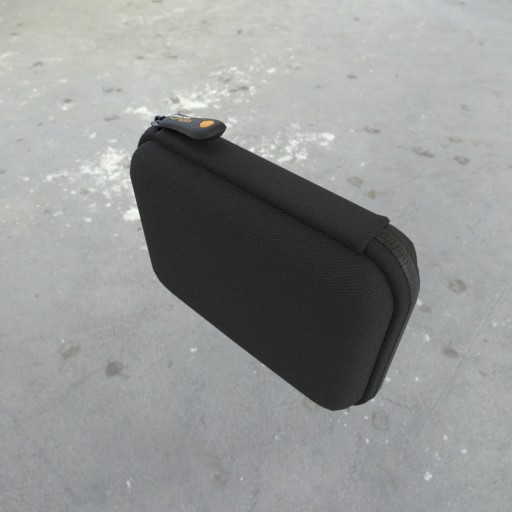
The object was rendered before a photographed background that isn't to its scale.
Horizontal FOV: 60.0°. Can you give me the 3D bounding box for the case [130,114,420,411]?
[{"bbox_3d":[0.000,0.000,0.185,0.132,0.105,0.038,32,54,28],"label":"case"}]
